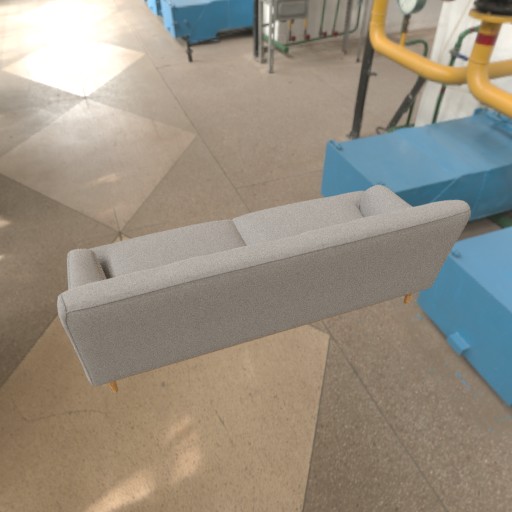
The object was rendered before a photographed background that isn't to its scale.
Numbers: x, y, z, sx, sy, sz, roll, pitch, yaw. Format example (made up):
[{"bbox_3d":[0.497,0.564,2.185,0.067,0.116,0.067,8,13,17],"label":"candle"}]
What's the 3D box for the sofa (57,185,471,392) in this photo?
[{"bbox_3d":[0.000,0.000,2.573,2.057,0.871,0.978,-14,43,-15],"label":"sofa"}]
